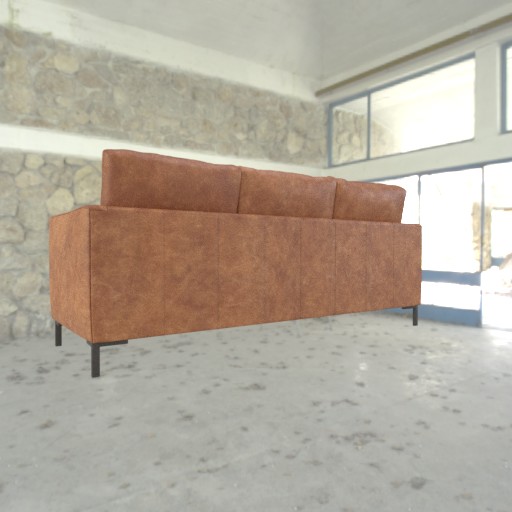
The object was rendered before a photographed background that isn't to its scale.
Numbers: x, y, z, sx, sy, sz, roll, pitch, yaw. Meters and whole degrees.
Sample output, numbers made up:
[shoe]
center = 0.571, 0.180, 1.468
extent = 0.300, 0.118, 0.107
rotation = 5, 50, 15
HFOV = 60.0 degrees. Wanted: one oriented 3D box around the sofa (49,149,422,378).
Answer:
[sofa]
center = 0.000, 0.000, 2.457
extent = 2.029, 0.863, 0.748
rotation = -1, 1, -35
